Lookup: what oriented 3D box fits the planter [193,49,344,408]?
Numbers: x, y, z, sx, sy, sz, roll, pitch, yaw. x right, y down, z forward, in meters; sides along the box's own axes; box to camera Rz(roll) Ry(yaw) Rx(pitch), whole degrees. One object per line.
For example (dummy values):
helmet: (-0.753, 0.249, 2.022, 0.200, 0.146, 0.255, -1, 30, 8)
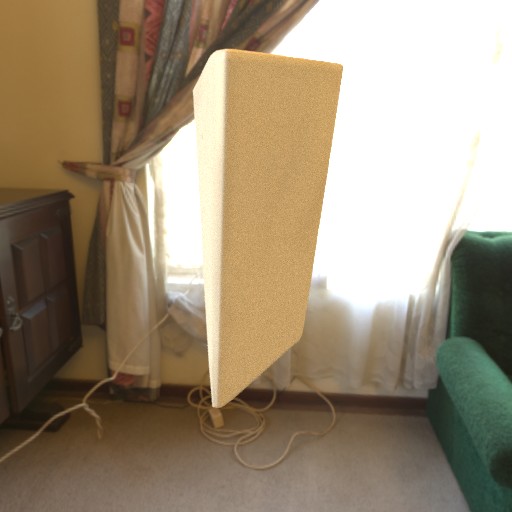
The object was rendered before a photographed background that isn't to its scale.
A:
planter: (0.000, 0.000, 0.262, 0.060, 0.197, 0.150, -3, 15, -10)
